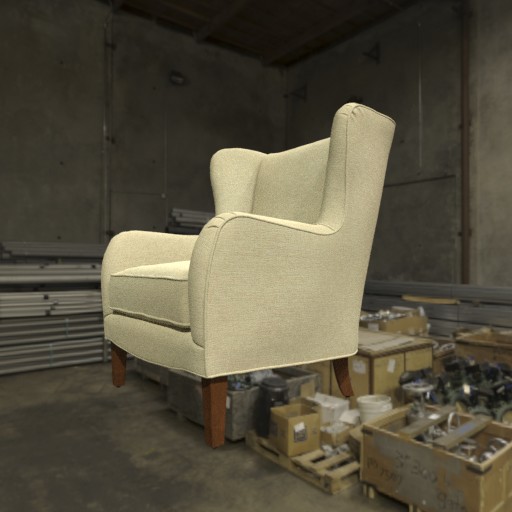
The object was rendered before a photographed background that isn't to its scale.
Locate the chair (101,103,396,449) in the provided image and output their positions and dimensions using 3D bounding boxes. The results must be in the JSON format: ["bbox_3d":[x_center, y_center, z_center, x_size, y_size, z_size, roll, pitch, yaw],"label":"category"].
[{"bbox_3d":[0.000,0.000,1.729,0.966,1.040,0.838,1,-1,-37],"label":"chair"}]
